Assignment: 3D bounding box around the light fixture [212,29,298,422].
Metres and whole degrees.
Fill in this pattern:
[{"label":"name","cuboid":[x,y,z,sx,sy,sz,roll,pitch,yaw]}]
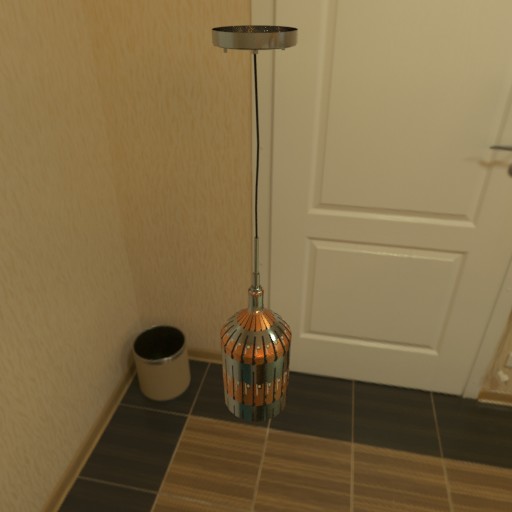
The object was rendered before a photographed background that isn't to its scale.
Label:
[{"label":"light fixture","cuboid":[0.000,0.000,1.678,0.303,1.535,0.303,0,32,0]}]
